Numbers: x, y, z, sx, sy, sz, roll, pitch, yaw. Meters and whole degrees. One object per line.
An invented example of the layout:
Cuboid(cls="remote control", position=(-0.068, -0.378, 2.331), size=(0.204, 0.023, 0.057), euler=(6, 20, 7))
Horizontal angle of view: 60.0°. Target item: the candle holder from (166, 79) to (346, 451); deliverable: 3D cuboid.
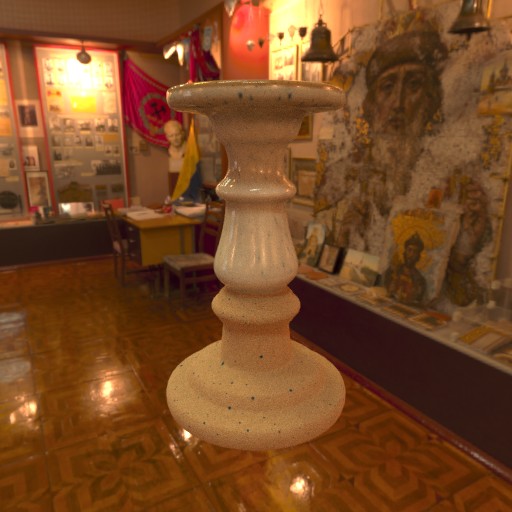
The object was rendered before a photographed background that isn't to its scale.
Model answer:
Cuboid(cls="candle holder", position=(0.000, 0.000, 0.286), size=(0.123, 0.202, 0.123), euler=(0, 15, 0))
